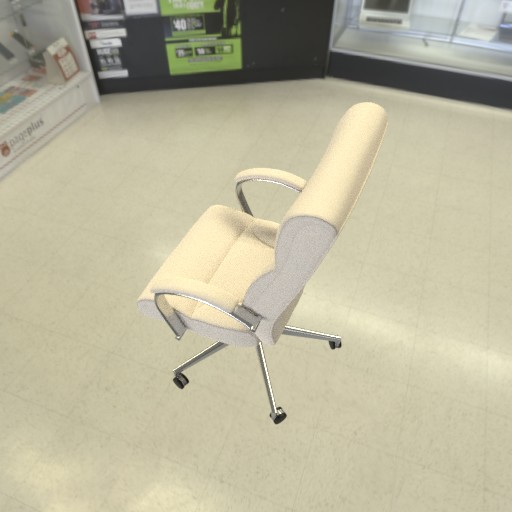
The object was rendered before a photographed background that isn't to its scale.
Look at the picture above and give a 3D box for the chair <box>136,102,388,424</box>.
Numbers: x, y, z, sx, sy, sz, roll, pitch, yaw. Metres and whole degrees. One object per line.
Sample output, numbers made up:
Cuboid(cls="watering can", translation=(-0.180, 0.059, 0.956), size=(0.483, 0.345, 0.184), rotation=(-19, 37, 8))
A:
Cuboid(cls="chair", translation=(0.000, 0.000, 1.628), size=(0.745, 1.099, 0.727), rotation=(17, 49, 16))
